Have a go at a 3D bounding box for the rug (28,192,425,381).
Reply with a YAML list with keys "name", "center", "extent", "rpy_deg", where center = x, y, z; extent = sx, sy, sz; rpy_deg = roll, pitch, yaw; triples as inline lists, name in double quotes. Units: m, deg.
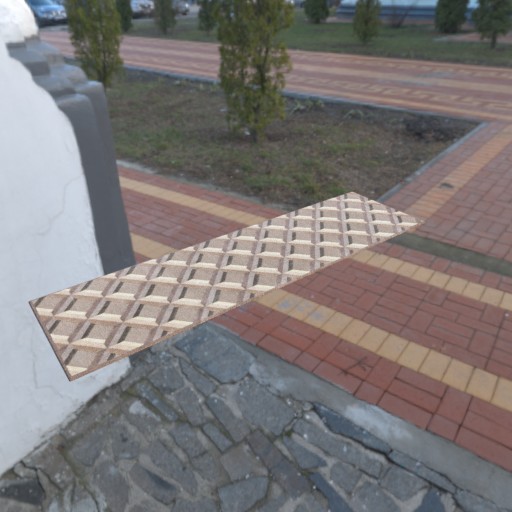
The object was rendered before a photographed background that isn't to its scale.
- name: "rug"
  center: [0.000, 0.000, 2.685]
  extent: [2.437, 0.013, 0.685]
  rpy_deg: [-21, 37, -31]
